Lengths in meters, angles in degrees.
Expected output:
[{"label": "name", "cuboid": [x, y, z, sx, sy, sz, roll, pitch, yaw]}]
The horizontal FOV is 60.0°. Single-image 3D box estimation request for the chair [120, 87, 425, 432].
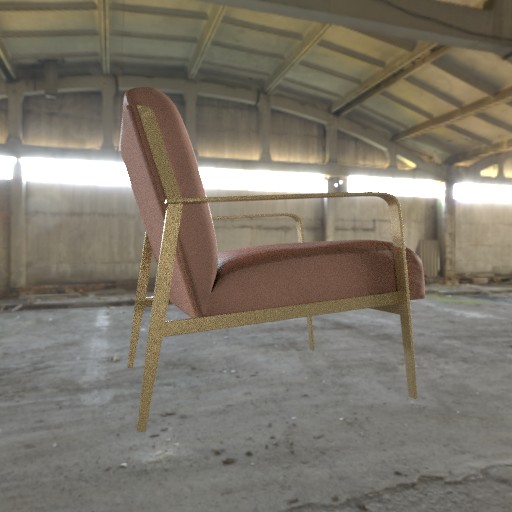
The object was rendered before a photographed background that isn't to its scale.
[{"label": "chair", "cuboid": [0.000, 0.000, 1.458, 0.848, 0.823, 0.701, 0, 0, -18]}]
